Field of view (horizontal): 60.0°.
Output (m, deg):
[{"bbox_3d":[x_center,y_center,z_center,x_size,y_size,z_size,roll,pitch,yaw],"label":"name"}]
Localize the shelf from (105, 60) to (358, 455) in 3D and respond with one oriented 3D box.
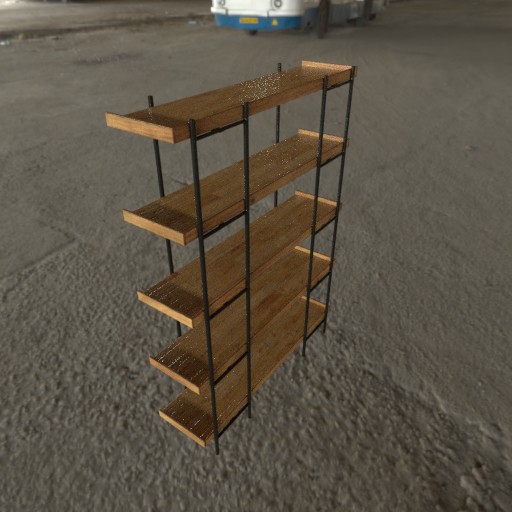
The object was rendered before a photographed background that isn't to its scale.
[{"bbox_3d":[0.000,0.000,2.450,0.379,1.826,1.371,21,38,30],"label":"shelf"}]
